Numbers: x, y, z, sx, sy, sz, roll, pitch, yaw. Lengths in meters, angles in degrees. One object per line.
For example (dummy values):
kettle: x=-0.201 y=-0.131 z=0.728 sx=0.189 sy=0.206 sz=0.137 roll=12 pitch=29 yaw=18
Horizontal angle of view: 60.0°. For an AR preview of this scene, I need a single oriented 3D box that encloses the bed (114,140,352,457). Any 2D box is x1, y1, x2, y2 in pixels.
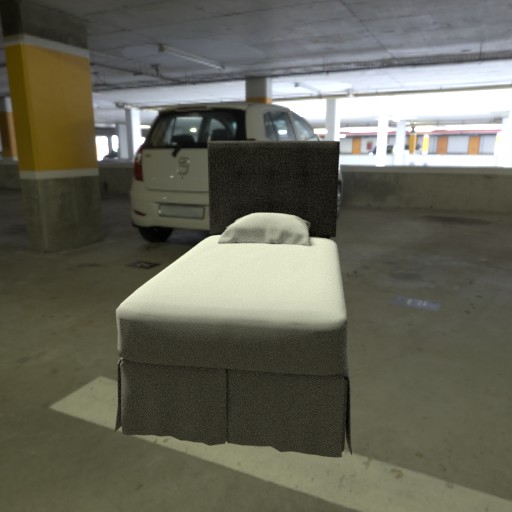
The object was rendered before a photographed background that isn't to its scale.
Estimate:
bed: x=0.000 y=0.000 z=3.045 sx=1.261 sy=1.571 sz=1.997 roll=2 pitch=14 yaw=8
